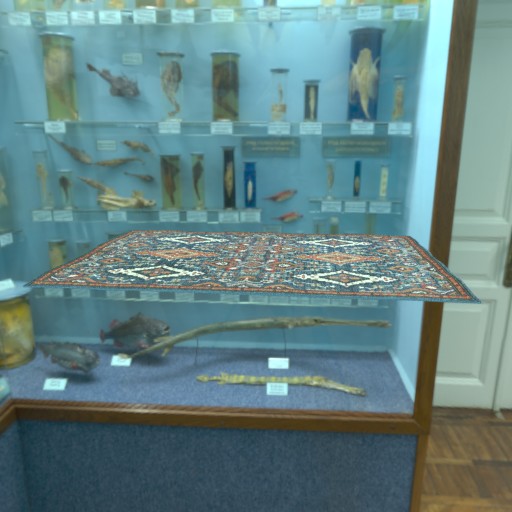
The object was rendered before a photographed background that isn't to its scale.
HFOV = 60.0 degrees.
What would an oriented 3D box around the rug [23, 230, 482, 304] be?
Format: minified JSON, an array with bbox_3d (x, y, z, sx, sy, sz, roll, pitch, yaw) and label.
[{"bbox_3d":[0.000,0.000,2.321,1.847,0.014,1.195,2,15,6],"label":"rug"}]
